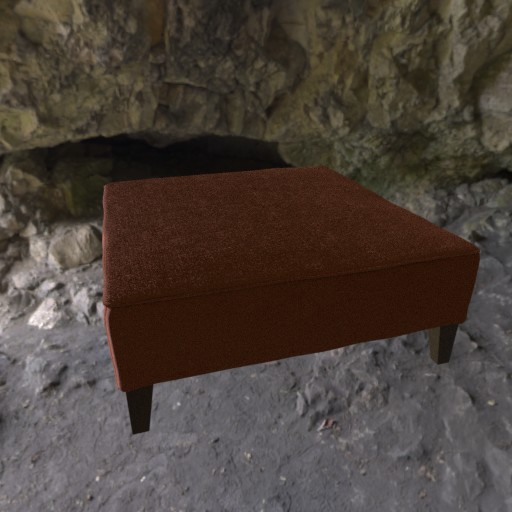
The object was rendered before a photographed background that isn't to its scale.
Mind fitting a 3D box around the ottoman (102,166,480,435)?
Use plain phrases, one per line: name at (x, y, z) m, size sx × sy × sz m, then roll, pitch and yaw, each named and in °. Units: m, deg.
ottoman at (0.000, 0.000, 1.558) m, size 0.997 × 0.438 × 0.999 m, roll -8°, pitch 26°, yaw -16°
